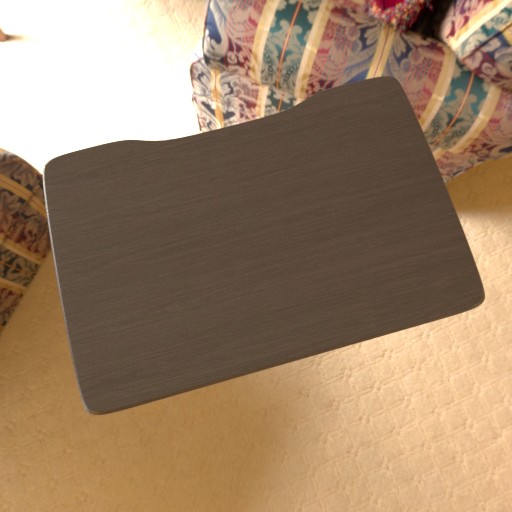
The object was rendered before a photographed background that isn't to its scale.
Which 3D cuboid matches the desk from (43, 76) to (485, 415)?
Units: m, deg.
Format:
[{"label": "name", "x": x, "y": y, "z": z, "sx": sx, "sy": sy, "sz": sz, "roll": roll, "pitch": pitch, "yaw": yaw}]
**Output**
[{"label": "desk", "x": 0.000, "y": 0.000, "z": 1.128, "sx": 0.820, "sy": 0.470, "sz": 0.546, "roll": -15, "pitch": 77, "yaw": -4}]
